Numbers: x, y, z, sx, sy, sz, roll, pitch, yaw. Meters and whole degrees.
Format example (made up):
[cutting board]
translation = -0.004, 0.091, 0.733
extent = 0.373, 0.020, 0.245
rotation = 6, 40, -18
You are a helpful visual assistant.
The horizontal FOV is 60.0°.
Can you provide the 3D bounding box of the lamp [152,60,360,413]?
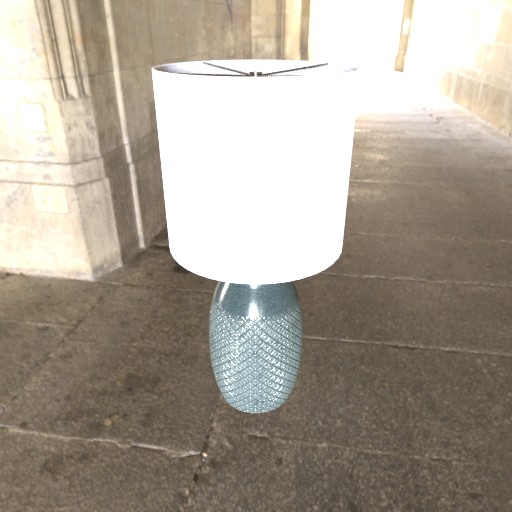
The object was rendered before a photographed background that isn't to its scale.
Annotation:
[lamp]
translation = 0.000, 0.000, 0.575
extent = 0.217, 0.453, 0.217
rotation = -19, 33, -32
